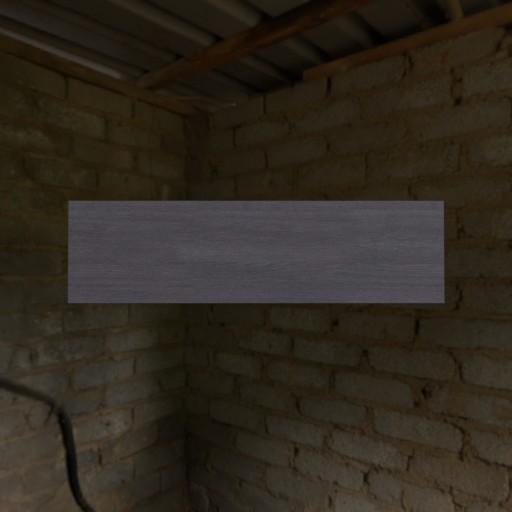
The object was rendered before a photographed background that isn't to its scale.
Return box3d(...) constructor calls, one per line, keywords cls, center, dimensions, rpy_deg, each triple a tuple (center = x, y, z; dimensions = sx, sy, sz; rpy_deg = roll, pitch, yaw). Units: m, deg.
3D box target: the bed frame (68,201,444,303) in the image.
box3d(cls="bed frame", center=(0.000, 0.000, 2.679), dimensions=(1.448, 0.459, 1.944), rpy_deg=(0, -1, 0))
